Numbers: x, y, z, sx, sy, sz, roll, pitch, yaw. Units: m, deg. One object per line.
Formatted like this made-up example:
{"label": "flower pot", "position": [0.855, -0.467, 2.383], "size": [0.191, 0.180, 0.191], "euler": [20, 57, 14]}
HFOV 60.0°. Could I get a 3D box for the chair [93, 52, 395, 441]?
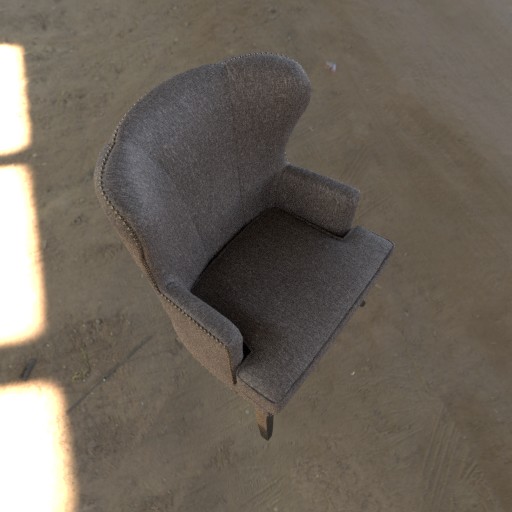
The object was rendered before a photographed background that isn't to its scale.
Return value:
{"label": "chair", "position": [0.000, 0.000, 1.559], "size": [0.758, 1.060, 0.759], "euler": [33, 63, 19]}
